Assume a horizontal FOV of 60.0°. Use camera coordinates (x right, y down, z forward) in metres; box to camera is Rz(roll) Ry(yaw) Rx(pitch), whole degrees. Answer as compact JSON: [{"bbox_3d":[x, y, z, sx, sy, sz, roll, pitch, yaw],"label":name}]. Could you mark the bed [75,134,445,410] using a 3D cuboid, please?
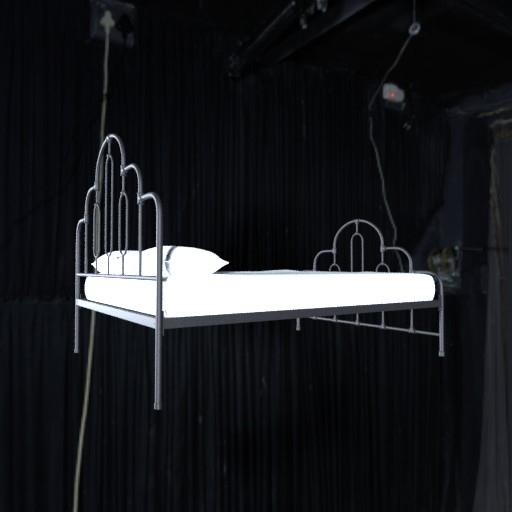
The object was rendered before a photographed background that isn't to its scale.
[{"bbox_3d":[0.000,0.000,3.247,2.163,1.429,1.640,1,-2,-34],"label":"bed"}]
